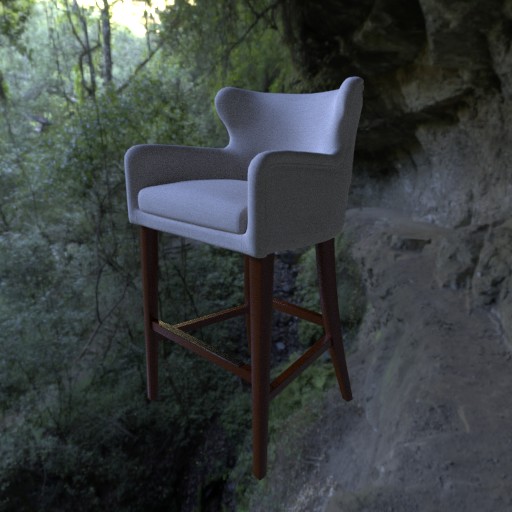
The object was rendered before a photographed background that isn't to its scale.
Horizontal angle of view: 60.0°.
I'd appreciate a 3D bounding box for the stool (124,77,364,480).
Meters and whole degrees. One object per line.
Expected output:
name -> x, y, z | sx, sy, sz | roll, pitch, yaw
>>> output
stool -> 0.000, 0.000, 1.387 | 0.556, 1.034, 0.563 | 15, 22, 42
